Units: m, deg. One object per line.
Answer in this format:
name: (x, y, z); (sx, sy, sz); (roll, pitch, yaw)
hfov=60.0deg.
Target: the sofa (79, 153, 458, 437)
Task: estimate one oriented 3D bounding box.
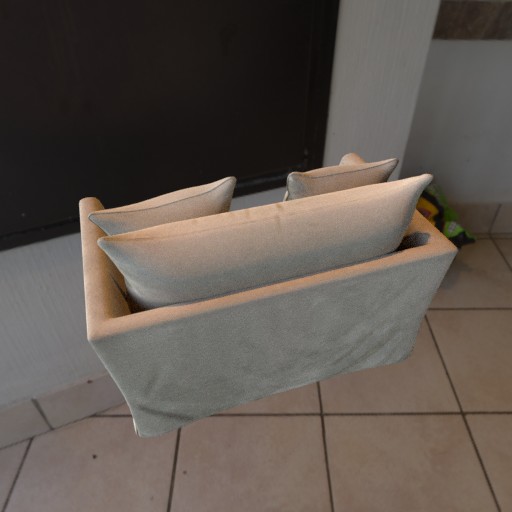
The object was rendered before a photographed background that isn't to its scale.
sofa: (0.000, 0.000, 2.273); (1.608, 1.040, 1.035); (-12, 42, -14)
